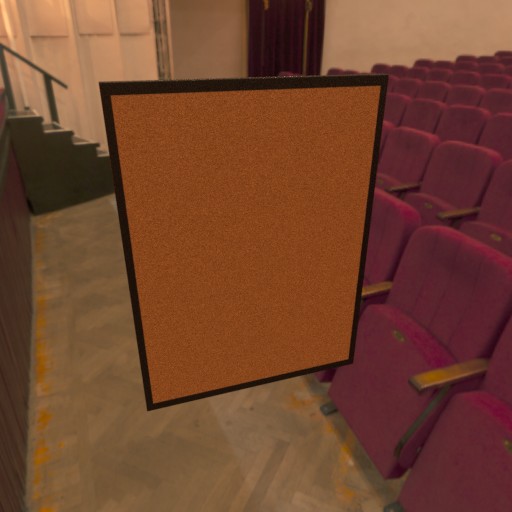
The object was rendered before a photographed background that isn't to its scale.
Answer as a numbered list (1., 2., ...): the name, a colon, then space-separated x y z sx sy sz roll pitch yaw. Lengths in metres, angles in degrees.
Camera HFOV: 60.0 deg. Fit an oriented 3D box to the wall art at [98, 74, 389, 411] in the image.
1. wall art: 0.000 0.000 1.372 0.774 1.027 0.030 -8 28 -16
